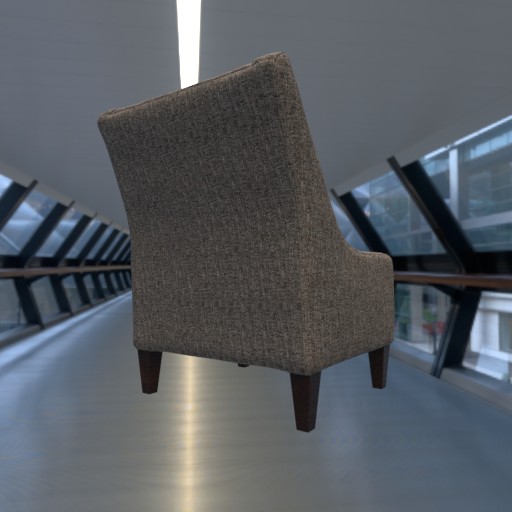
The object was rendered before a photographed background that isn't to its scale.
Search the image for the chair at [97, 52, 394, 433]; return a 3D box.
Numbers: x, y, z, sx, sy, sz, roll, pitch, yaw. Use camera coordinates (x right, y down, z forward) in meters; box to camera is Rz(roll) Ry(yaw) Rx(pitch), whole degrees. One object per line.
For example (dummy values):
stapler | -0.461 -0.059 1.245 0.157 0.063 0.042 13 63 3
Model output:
chair | 0.000 0.000 1.645 0.774 1.014 0.870 -2 -3 36
